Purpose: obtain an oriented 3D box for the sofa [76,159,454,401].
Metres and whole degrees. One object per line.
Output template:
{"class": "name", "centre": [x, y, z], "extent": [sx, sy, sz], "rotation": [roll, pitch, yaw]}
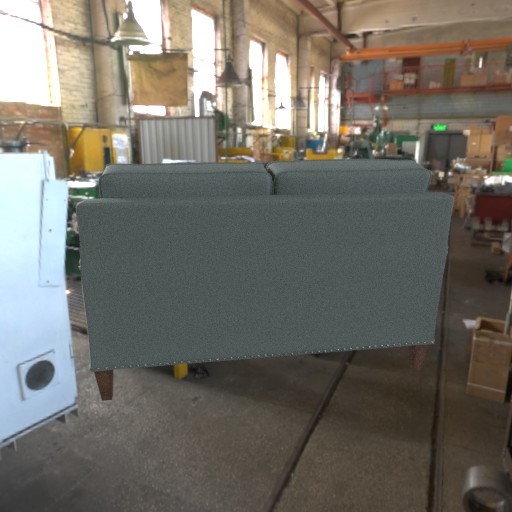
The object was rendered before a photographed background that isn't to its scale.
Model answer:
{"class": "sofa", "centre": [0.000, 0.000, 2.305], "extent": [1.597, 1.003, 1.084], "rotation": [-2, 14, -10]}
